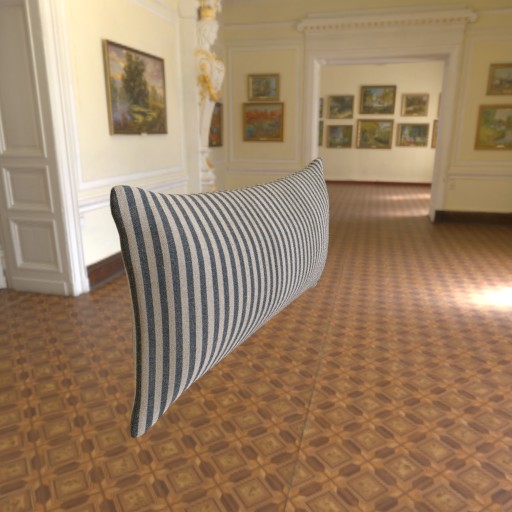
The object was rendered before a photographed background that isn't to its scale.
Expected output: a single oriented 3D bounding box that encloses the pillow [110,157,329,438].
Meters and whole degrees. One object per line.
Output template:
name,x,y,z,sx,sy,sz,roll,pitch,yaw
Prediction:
pillow,0.000,0.000,0.739,0.151,0.295,0.617,8,17,26
